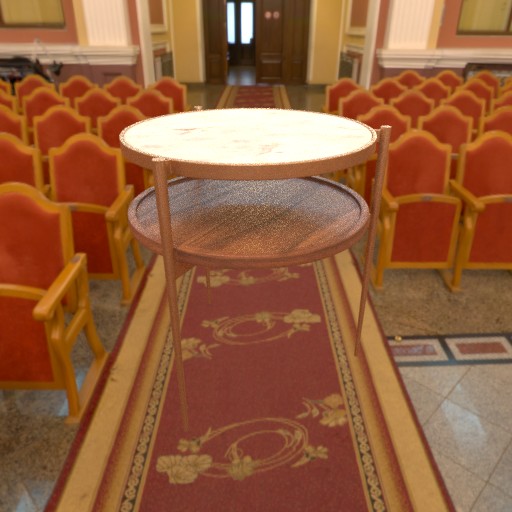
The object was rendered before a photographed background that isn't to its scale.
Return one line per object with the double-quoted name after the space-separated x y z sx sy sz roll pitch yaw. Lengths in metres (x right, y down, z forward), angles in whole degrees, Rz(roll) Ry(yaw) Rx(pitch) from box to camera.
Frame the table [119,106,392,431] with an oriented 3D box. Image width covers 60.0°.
0.000 0.000 0.861 0.456 0.493 0.430 0 27 0 "table"
